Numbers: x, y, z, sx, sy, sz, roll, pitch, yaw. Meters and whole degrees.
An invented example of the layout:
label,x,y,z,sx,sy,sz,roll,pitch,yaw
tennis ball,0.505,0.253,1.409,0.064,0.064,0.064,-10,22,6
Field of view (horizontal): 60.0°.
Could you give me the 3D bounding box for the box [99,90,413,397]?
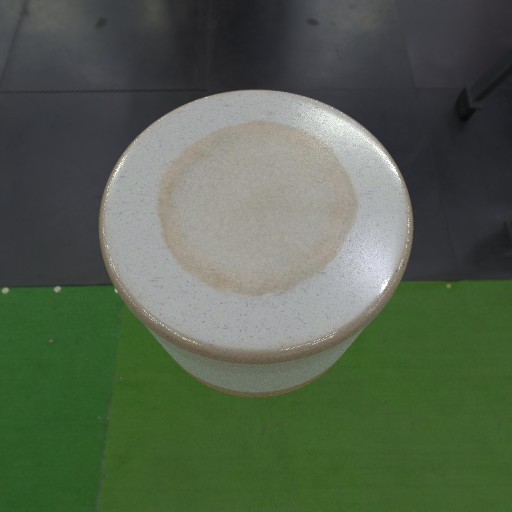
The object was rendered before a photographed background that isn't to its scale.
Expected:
label,x,y,z,sx,sy,sz,roll,pitch,yaw
box,0.000,0.000,0.269,0.154,0.123,0.154,0,64,0
